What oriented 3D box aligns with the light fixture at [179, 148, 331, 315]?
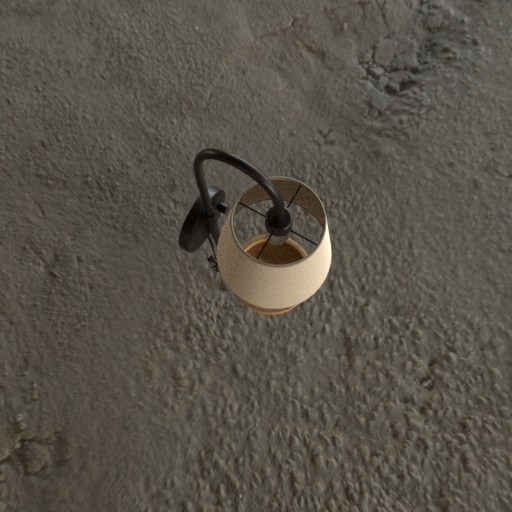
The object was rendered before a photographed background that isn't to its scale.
[{"bbox_3d":[0.000,0.000,0.952,0.299,0.821,0.220,29,77,8],"label":"light fixture"}]
